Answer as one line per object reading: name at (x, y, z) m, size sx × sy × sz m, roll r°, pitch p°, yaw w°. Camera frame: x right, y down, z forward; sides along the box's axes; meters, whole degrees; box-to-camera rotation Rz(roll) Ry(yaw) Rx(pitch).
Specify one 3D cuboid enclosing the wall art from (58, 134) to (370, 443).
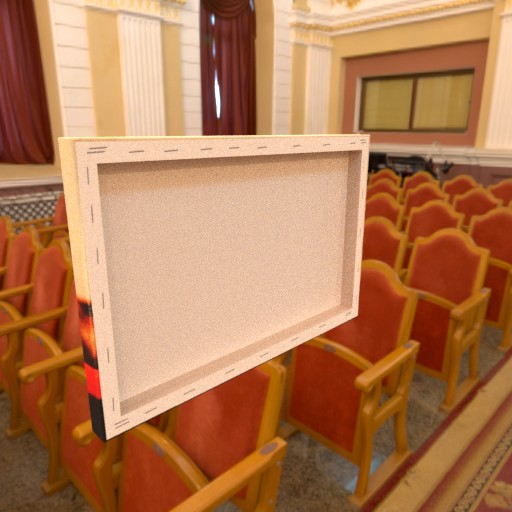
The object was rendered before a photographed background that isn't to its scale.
wall art at (0.000, 0.000, 0.767) m, size 0.613 × 0.402 × 0.040 m, roll -15°, pitch 21°, yaw -42°
